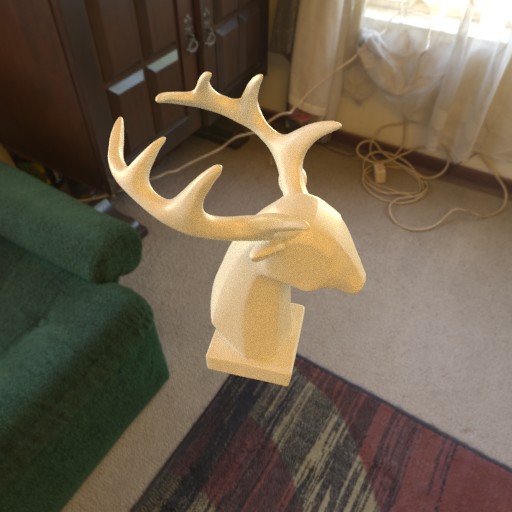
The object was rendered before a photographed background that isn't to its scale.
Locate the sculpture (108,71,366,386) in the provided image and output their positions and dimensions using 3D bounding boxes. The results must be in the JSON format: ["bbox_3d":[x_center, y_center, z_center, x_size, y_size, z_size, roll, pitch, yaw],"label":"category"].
[{"bbox_3d":[0.000,0.000,0.455,0.224,0.329,0.174,10,48,9],"label":"sculpture"}]
